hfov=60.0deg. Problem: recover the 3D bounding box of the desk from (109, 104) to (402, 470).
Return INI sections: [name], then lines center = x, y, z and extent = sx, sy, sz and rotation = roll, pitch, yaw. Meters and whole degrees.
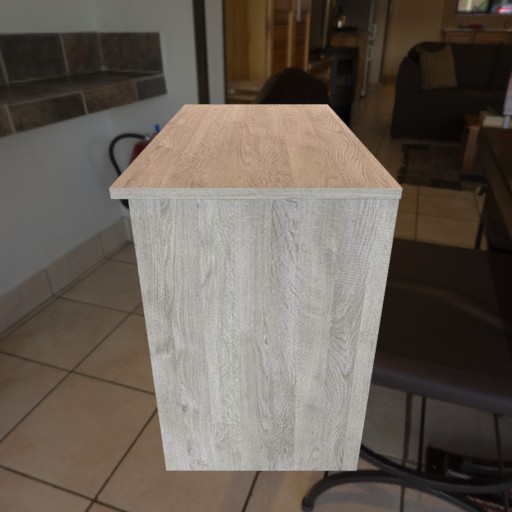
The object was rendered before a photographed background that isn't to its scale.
[desk]
center = 0.000, 0.000, 1.314
extent = 0.498, 0.724, 0.893
rotation = 0, 27, 0
